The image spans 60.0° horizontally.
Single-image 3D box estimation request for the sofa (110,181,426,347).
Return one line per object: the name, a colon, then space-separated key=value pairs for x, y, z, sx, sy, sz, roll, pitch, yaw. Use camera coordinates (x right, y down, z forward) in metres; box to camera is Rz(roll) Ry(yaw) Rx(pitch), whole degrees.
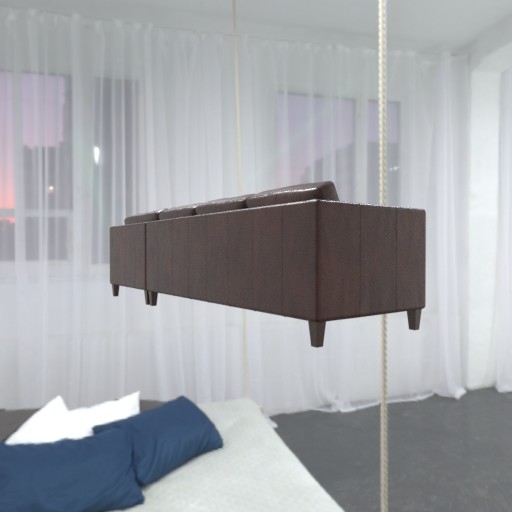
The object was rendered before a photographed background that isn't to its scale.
sofa: x=0.000 y=0.000 z=3.942 sx=1.581 sy=0.883 sz=3.203 roll=-1 pitch=1 yaw=-36
